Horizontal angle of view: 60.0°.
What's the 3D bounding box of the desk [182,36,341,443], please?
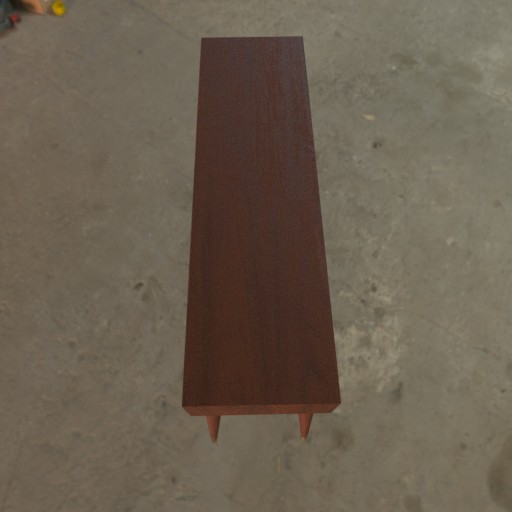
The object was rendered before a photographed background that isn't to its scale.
[{"bbox_3d":[0.000,0.000,1.639,0.384,0.917,1.204,-1,63,-1],"label":"desk"}]
